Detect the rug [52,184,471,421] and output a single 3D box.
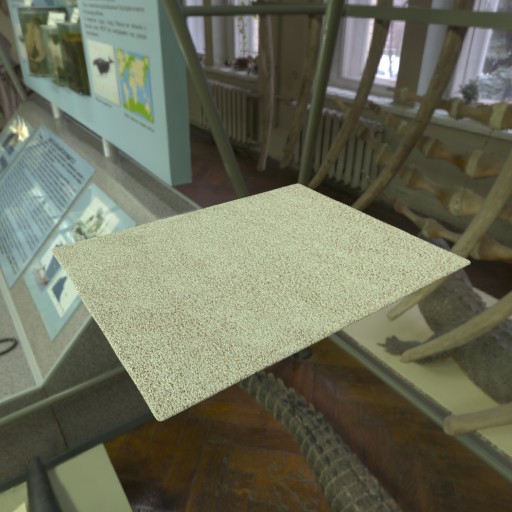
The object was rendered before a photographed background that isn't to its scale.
[{"bbox_3d":[0.000,0.000,4.100,3.047,0.029,2.438,-19,35,-30],"label":"rug"}]
